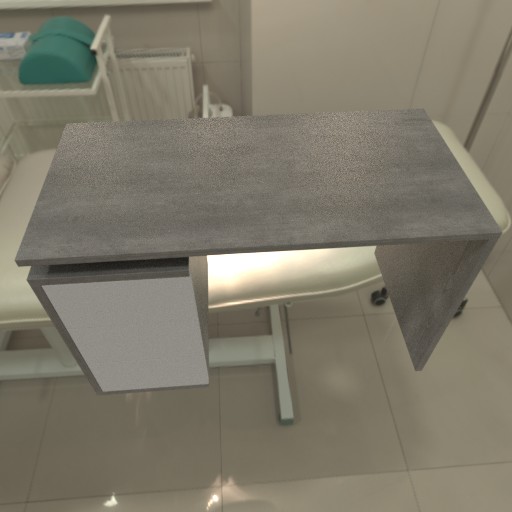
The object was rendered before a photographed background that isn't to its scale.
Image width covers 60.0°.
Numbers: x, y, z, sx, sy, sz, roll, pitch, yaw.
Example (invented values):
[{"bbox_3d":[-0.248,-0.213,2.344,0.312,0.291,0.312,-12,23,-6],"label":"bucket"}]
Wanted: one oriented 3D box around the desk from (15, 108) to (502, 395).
[{"bbox_3d":[0.000,0.000,1.560,1.200,0.740,0.600,-3,48,-3],"label":"desk"}]
